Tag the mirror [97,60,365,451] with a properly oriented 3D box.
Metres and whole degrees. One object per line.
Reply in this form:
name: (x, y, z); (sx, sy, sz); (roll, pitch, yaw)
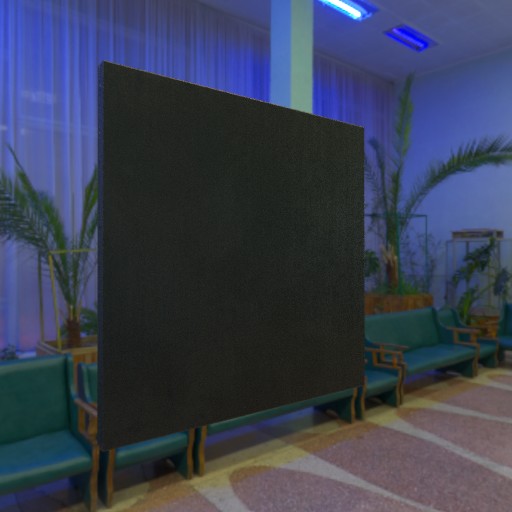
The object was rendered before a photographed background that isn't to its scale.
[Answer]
mirror: (0.000, 0.000, 0.550); (0.382, 0.381, 0.020); (0, 0, -36)
